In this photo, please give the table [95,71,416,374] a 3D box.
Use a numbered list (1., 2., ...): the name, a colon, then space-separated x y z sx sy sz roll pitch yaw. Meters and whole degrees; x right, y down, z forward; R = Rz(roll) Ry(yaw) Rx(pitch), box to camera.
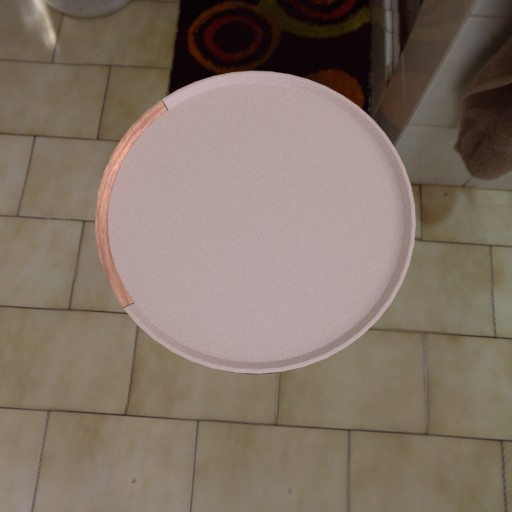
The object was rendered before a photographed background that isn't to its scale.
1. table: 0.000 0.000 0.877 0.450 0.530 0.450 0 75 0
